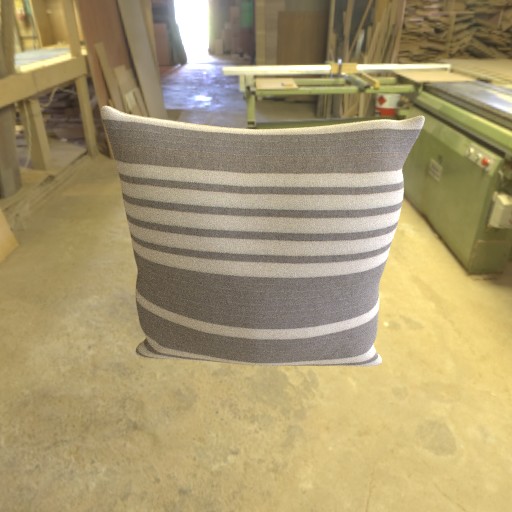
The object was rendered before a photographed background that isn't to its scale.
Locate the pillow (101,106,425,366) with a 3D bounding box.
[{"bbox_3d":[0.000,0.000,0.684,0.439,0.440,0.182,2,29,4],"label":"pillow"}]
